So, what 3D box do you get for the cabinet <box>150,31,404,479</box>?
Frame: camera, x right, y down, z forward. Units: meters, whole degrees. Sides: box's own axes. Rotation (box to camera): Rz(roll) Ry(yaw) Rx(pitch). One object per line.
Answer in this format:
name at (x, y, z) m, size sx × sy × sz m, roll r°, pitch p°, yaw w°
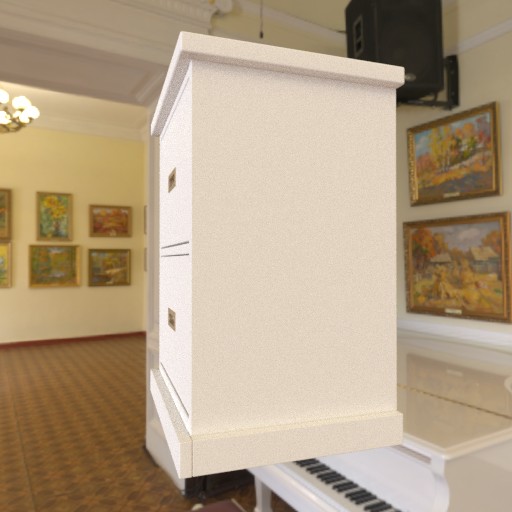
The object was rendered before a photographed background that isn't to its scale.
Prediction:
cabinet at (0.000, 0.000, 1.026) m, size 0.431 × 0.723 × 0.520 m, roll 0°, pitch -1°, yaw -18°
